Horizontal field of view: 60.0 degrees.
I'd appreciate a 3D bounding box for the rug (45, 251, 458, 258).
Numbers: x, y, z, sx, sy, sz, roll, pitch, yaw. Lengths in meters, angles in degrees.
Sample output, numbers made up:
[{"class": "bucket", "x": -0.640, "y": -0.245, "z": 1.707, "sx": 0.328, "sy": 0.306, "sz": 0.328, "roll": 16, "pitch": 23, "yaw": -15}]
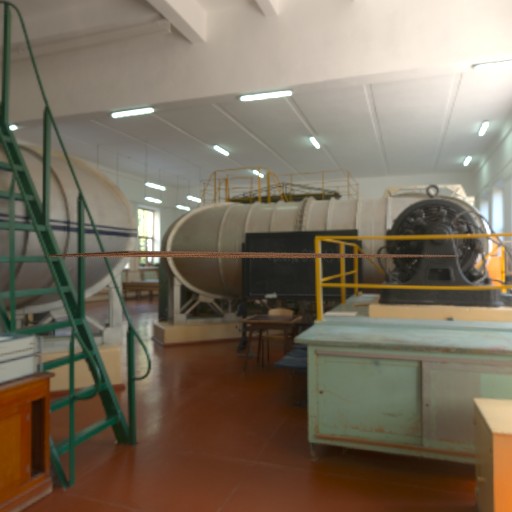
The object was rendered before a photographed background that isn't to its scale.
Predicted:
[{"class": "rug", "x": 0.000, "y": 0.000, "z": 2.344, "sx": 1.829, "sy": 0.008, "sz": 1.219, "roll": 0, "pitch": -1, "yaw": -36}]
